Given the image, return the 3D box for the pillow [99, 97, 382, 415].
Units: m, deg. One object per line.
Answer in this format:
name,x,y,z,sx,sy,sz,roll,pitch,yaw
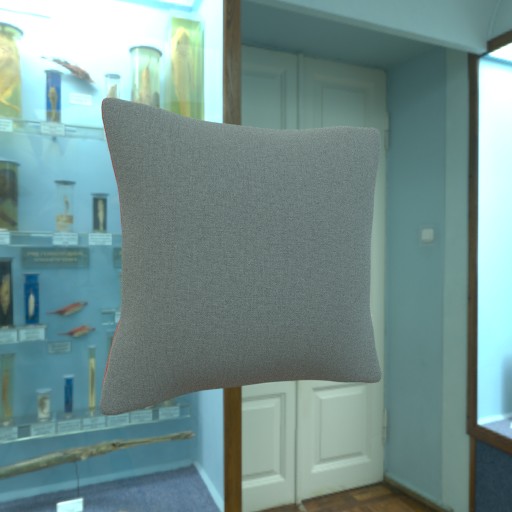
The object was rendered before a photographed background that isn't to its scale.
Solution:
pillow,0.000,0.000,0.653,0.437,0.419,0.136,0,1,-20
